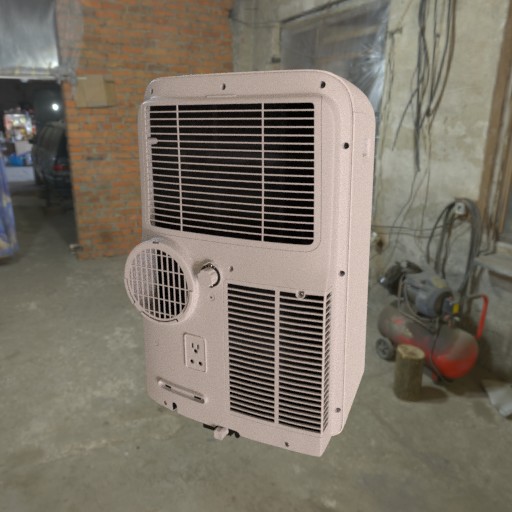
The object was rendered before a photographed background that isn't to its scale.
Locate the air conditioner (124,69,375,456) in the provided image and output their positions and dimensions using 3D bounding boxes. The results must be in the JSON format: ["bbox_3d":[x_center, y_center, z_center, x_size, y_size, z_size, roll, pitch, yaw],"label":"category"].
[{"bbox_3d":[0.000,0.000,0.939,0.454,0.700,0.365,8,19,25],"label":"air conditioner"}]
